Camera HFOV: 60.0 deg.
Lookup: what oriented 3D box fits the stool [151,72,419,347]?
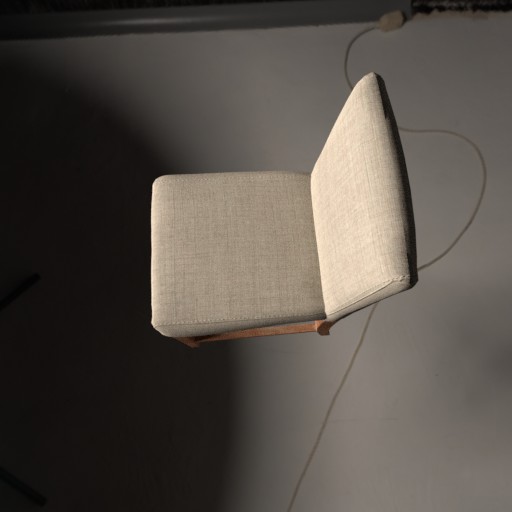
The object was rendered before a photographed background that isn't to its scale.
[{"bbox_3d":[0.000,0.000,1.304,0.567,1.039,0.454,-4,75,-1],"label":"stool"}]
